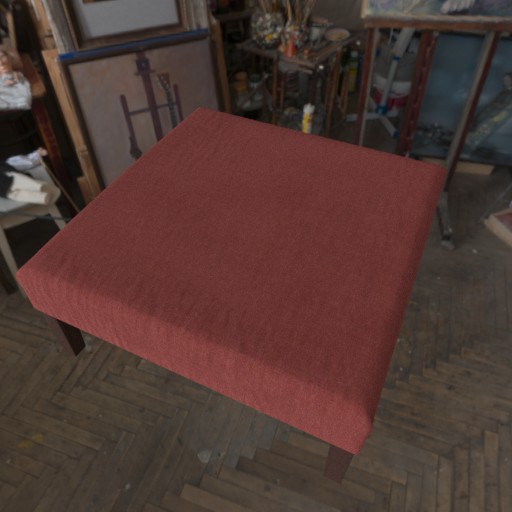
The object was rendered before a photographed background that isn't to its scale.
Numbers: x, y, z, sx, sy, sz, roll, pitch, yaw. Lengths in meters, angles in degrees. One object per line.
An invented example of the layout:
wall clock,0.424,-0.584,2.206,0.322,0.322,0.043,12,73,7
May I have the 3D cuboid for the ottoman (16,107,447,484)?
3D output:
ottoman,0.000,0.000,1.333,0.889,0.411,0.890,19,50,17
